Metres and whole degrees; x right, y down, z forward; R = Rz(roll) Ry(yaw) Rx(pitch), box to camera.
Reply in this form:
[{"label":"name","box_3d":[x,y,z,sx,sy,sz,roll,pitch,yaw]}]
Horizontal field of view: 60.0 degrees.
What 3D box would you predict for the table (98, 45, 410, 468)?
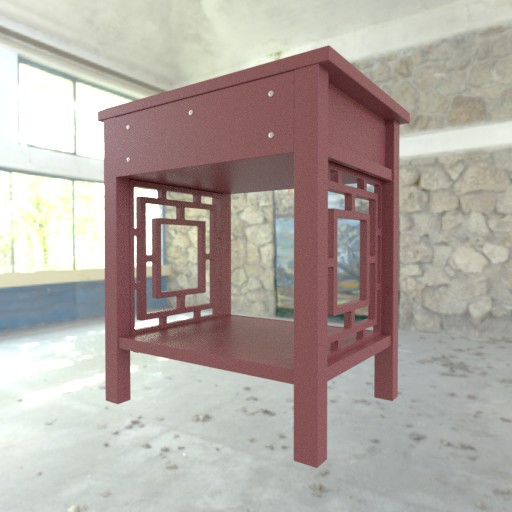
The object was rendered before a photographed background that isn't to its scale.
[{"label":"table","box_3d":[0.000,0.000,1.066,0.599,0.686,0.451,1,2,35]}]
